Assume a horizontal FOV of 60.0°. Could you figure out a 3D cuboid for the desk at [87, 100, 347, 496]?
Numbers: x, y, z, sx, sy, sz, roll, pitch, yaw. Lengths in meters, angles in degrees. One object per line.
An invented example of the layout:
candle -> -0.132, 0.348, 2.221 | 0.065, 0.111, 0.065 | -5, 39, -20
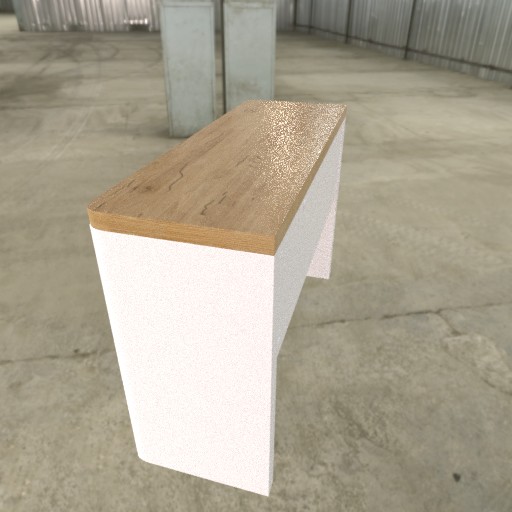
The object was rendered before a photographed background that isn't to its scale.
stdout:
desk -> 0.000, 0.000, 1.449 | 0.390, 0.760, 1.100 | 8, 31, 14
